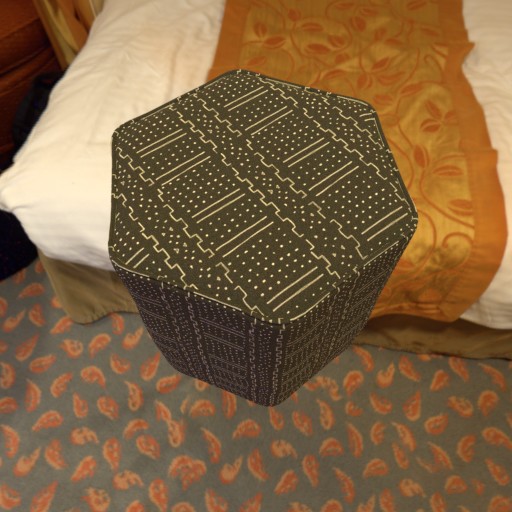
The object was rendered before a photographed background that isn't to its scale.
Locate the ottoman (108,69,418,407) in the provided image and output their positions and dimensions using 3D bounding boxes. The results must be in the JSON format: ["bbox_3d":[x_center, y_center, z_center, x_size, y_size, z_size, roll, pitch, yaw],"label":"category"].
[{"bbox_3d":[0.000,0.000,0.866,0.494,0.502,0.443,-34,65,-19],"label":"ottoman"}]
